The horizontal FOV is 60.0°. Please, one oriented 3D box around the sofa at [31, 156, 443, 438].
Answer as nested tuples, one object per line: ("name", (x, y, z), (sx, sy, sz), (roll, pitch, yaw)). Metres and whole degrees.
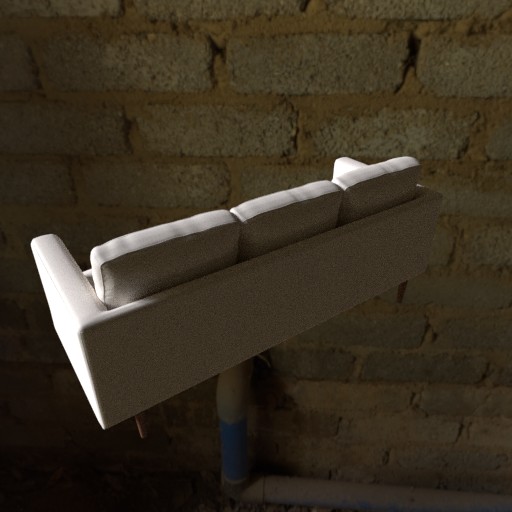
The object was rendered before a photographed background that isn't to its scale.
("sofa", (0.000, 0.000, 2.393), (2.029, 0.912, 0.802), (-20, 37, -29))
